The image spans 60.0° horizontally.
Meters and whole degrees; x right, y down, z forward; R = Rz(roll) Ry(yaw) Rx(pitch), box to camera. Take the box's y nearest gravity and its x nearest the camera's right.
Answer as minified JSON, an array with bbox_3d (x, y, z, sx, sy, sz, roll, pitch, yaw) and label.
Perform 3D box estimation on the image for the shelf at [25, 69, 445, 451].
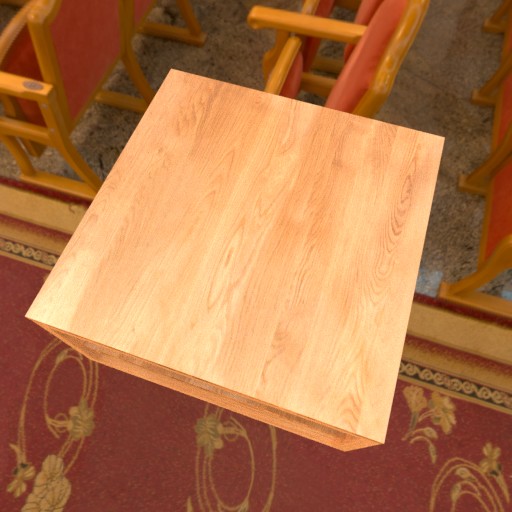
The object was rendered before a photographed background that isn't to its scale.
[{"bbox_3d":[0.000,0.000,1.430,0.899,0.480,0.899,17,65,8],"label":"shelf"}]
